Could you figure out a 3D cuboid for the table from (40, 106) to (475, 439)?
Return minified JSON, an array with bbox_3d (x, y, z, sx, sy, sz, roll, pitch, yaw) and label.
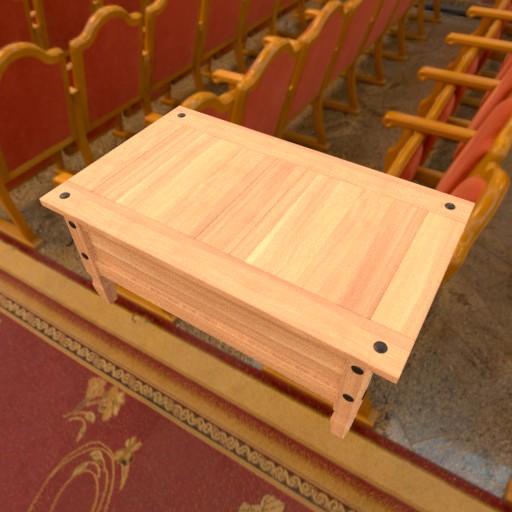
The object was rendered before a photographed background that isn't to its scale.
[{"bbox_3d":[0.000,0.000,1.338,1.000,0.437,0.600,24,51,21],"label":"table"}]
